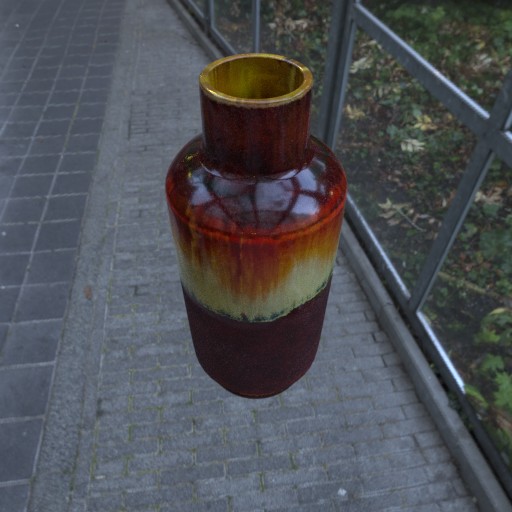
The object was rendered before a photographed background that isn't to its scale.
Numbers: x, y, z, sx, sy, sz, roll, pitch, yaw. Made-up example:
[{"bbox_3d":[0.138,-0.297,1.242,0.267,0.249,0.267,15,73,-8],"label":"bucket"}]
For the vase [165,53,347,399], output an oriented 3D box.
[{"bbox_3d":[0.000,0.000,0.316,0.111,0.261,0.111,0,46,0],"label":"vase"}]
